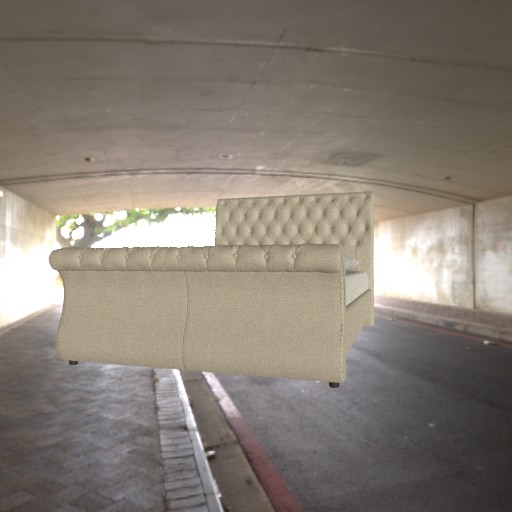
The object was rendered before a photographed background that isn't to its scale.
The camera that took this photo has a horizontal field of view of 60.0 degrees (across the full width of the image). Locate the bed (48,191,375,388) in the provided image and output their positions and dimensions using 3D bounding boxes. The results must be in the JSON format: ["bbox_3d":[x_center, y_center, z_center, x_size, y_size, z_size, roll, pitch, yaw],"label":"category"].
[{"bbox_3d":[0.000,0.000,3.355,1.606,1.268,2.493,0,-1,18],"label":"bed"}]
